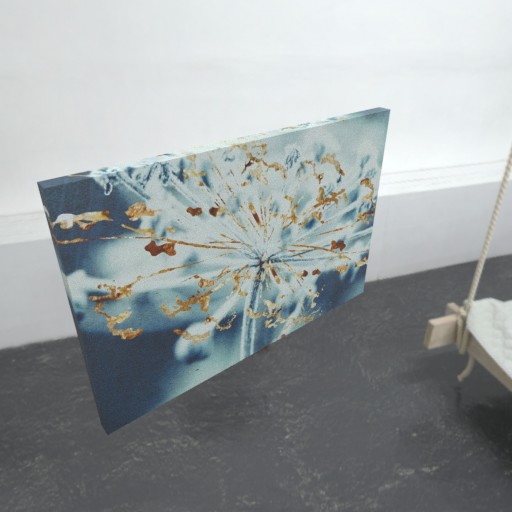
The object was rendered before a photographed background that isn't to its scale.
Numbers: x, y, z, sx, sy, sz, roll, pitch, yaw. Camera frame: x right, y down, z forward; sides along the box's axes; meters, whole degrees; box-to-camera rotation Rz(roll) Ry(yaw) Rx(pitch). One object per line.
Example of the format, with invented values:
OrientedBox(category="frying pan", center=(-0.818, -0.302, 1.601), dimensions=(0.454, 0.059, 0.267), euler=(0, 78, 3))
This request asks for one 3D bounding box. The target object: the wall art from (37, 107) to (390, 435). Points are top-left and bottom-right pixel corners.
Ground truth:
OrientedBox(category="wall art", center=(0.000, 0.000, 1.130), dimensions=(0.912, 0.608, 0.038), euler=(-22, 37, -33))
